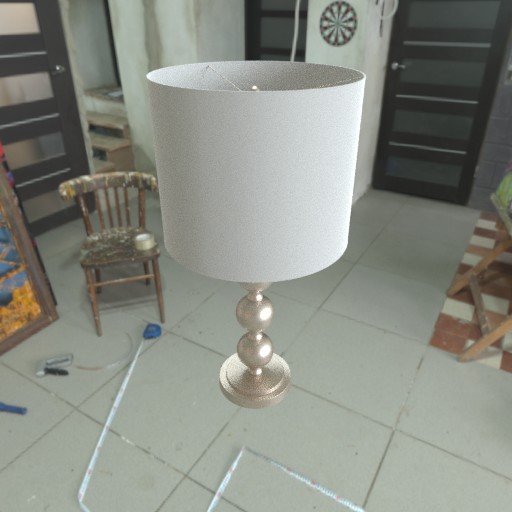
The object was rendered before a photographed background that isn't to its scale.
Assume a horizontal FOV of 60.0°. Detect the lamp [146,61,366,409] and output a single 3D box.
[{"bbox_3d":[0.000,0.000,0.699,0.277,0.538,0.277,1,30,1],"label":"lamp"}]
